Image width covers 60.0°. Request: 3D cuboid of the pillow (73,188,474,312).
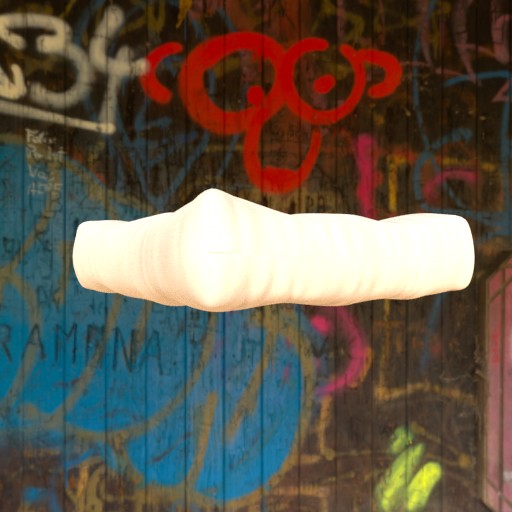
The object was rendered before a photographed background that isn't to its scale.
[{"bbox_3d":[0.000,0.000,0.713,0.468,0.128,0.490,0,0,-35],"label":"pillow"}]
